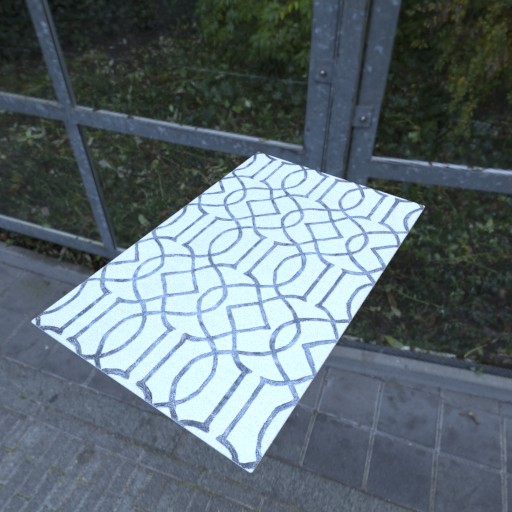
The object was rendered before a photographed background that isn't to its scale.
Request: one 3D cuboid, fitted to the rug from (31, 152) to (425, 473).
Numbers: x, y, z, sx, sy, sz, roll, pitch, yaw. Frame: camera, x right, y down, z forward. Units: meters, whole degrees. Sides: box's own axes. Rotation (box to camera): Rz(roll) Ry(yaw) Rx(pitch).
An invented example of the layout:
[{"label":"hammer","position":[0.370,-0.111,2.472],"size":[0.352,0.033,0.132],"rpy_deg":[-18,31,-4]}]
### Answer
[{"label":"rug","position":[0.000,0.000,2.950],"size":[1.521,0.017,2.365],"rpy_deg":[24,47,24]}]
